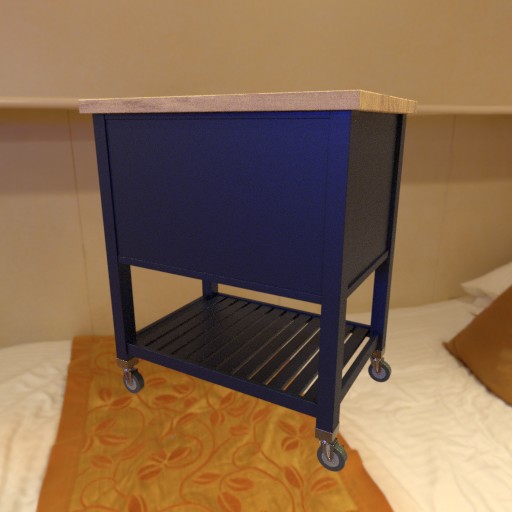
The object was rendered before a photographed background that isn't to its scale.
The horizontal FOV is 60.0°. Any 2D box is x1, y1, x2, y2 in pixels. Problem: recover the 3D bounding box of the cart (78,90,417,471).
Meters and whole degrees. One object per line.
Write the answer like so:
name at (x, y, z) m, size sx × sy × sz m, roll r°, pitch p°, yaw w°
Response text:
cart at (0.000, 0.000, 1.391) m, size 0.797 × 0.920 × 0.567 m, roll 9°, pitch 19°, yaw 28°
